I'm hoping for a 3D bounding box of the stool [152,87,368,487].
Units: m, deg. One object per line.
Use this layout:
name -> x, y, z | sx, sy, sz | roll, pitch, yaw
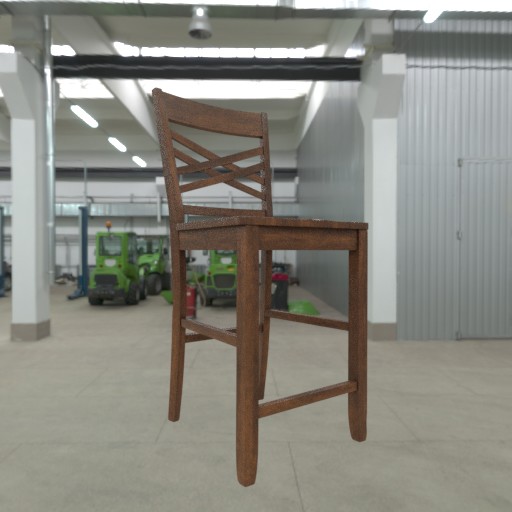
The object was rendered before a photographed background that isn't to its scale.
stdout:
stool -> 0.000, 0.000, 1.372 | 0.462, 1.079, 0.539 | -1, 1, -37
